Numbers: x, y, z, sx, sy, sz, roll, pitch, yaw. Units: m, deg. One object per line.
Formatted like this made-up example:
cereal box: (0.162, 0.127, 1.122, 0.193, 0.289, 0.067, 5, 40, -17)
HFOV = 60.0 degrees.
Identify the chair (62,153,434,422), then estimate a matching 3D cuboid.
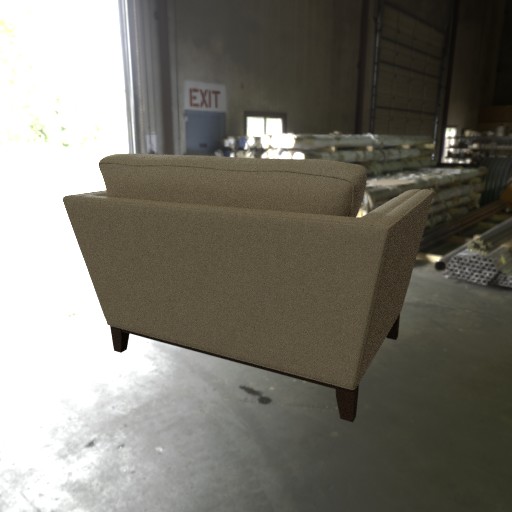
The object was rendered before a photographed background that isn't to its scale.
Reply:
chair: (0.000, 0.000, 2.076, 1.397, 0.940, 0.965, 8, 17, 27)
